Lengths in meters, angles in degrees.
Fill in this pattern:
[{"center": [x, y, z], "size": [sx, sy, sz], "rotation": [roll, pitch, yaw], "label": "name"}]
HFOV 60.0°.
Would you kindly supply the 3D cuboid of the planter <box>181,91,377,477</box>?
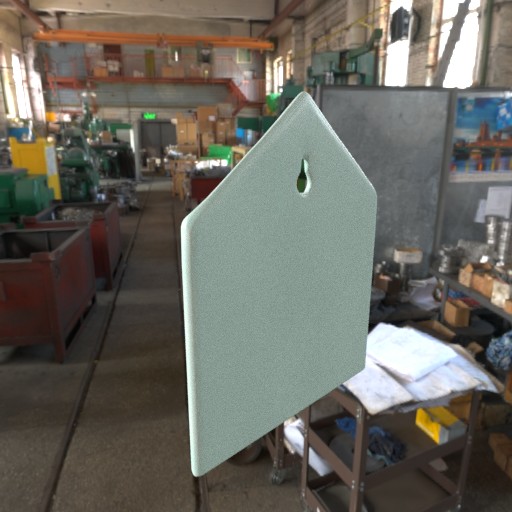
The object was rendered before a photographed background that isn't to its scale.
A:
[{"center": [0.000, 0.000, 0.289], "size": [0.164, 0.197, 0.079], "rotation": [-15, 21, -42], "label": "planter"}]
